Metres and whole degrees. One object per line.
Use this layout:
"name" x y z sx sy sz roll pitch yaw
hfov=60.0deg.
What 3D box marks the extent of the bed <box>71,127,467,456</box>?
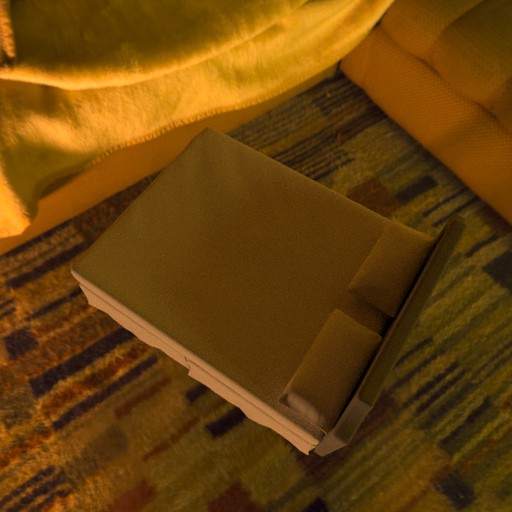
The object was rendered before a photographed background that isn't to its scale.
"bed" 0.000 0.000 3.561 2.464 1.306 1.977 31 67 15
